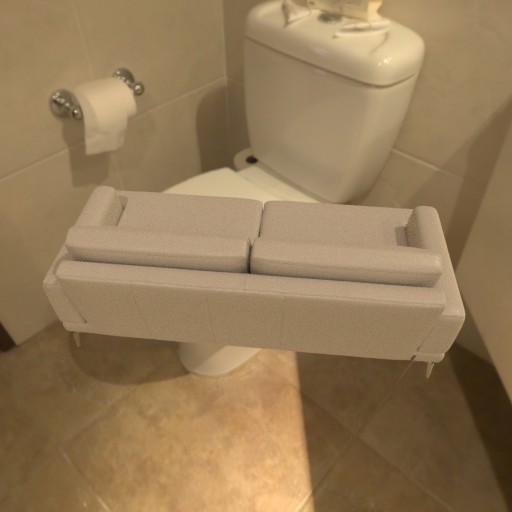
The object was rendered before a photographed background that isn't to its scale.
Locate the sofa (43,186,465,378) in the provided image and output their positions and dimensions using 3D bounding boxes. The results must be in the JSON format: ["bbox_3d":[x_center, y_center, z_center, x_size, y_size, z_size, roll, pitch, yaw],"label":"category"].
[{"bbox_3d":[0.000,0.000,2.361,1.940,0.765,0.974,4,47,4],"label":"sofa"}]
